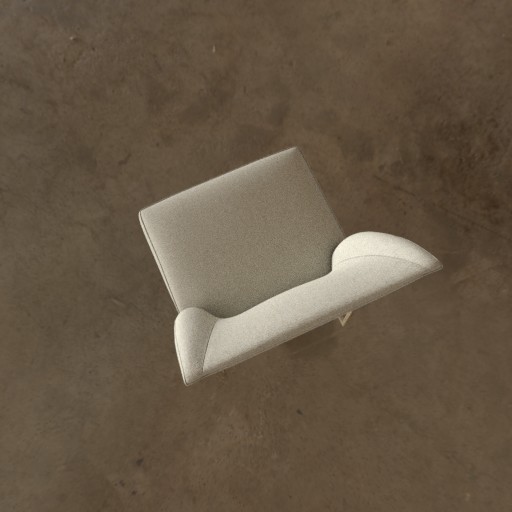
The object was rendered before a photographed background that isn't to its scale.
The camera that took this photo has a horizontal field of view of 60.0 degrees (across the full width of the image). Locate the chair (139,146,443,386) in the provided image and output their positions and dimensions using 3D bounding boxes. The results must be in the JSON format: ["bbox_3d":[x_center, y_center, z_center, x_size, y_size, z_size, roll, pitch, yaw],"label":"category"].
[{"bbox_3d":[0.000,0.000,1.186,0.508,0.863,0.522,-24,77,-6],"label":"chair"}]
